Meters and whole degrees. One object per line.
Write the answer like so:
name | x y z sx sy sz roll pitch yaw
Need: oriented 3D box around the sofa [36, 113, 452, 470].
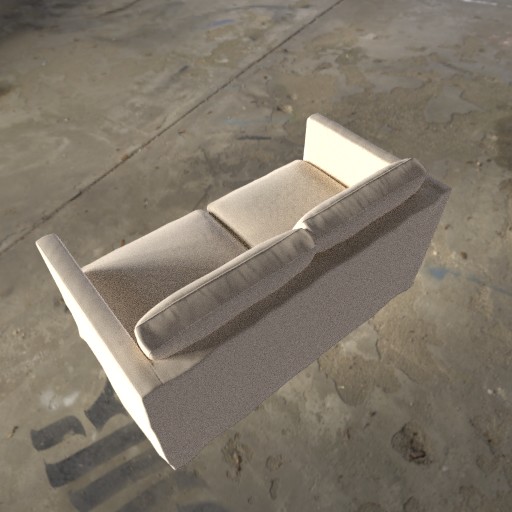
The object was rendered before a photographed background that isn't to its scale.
sofa | 0.000 0.000 2.239 1.746 0.834 0.962 -31 54 -26
